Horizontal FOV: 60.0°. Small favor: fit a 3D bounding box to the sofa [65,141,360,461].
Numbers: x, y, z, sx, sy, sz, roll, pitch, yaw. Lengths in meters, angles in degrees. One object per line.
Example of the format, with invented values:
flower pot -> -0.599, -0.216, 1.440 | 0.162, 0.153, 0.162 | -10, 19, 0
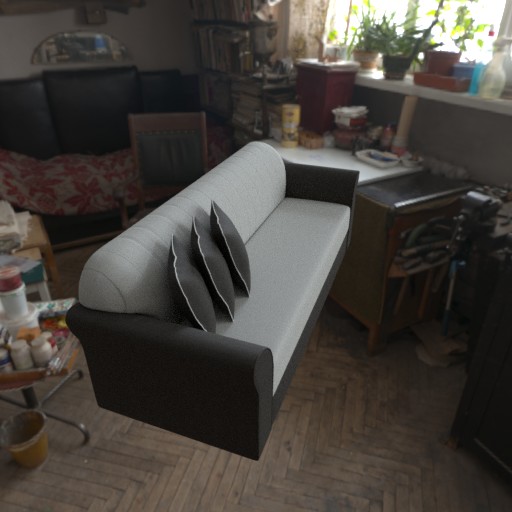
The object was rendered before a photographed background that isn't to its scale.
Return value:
sofa -> 0.000, 0.000, 2.421 | 0.755, 0.787, 2.001 | 11, 32, 18
